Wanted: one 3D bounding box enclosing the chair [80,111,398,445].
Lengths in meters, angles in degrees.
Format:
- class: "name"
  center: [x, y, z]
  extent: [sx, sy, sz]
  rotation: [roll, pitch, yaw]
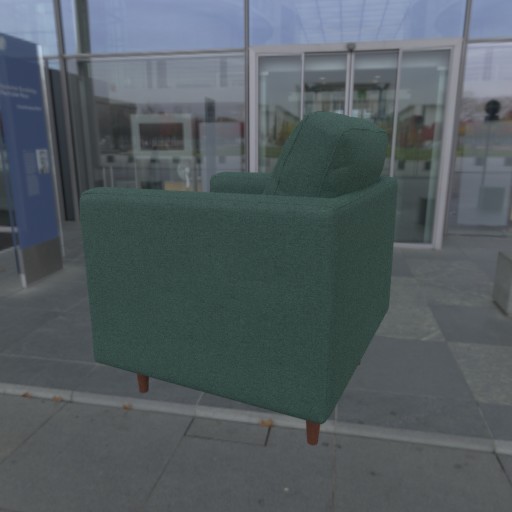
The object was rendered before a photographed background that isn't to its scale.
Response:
- class: "chair"
  center: [0.000, 0.000, 1.534]
  extent: [0.800, 0.927, 0.855]
  rotation: [7, 16, 25]
